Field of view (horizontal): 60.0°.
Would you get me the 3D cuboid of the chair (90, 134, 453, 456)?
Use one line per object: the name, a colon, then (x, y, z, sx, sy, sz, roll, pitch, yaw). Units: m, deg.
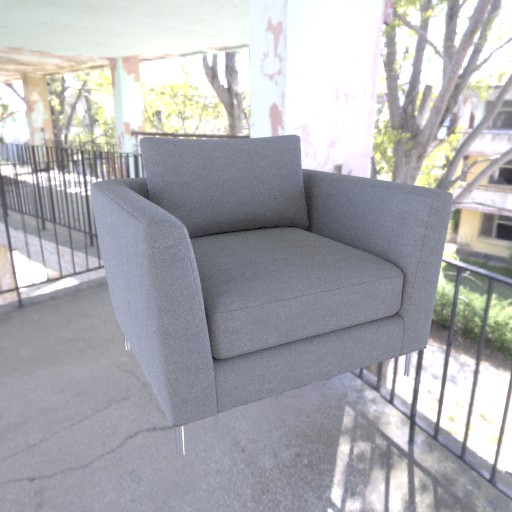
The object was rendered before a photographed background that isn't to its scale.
chair: (0.000, 0.000, 1.674, 1.041, 0.864, 0.889, -9, 19, -26)
